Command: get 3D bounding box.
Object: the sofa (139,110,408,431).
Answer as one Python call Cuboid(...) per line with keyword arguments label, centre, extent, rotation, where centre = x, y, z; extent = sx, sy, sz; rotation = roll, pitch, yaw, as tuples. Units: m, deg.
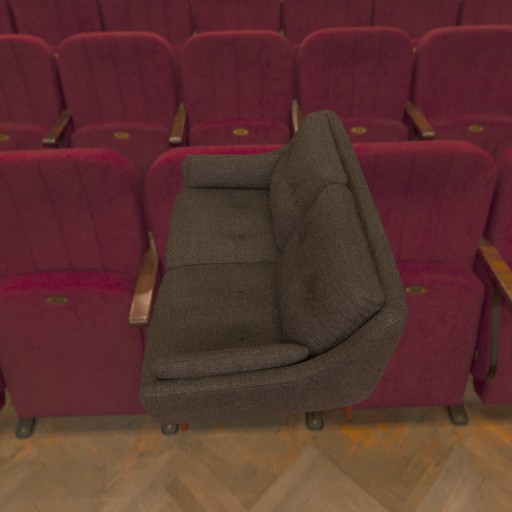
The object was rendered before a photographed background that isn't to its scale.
Cuboid(label="sofa", centre=(0.000, 0.000, 2.208), extent=(0.976, 0.887, 1.646), rotation=(-1, 42, -1))
